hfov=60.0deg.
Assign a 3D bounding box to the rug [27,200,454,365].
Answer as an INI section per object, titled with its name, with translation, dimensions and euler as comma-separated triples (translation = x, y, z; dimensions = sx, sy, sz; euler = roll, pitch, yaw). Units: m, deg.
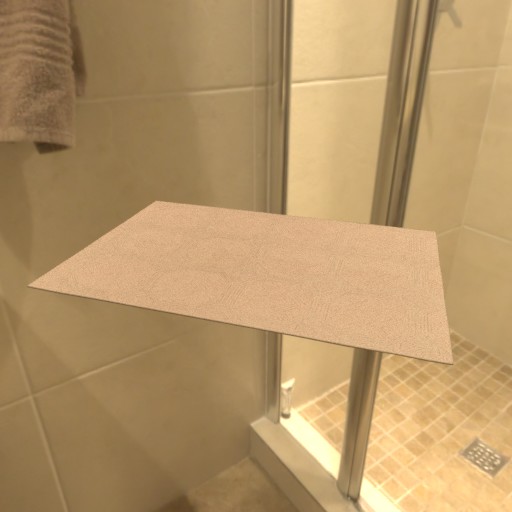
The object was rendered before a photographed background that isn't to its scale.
[rug]
translation = 0.000, 0.000, 2.327
dimensions = 1.839, 0.009, 1.236
euler = 8, 28, 15
